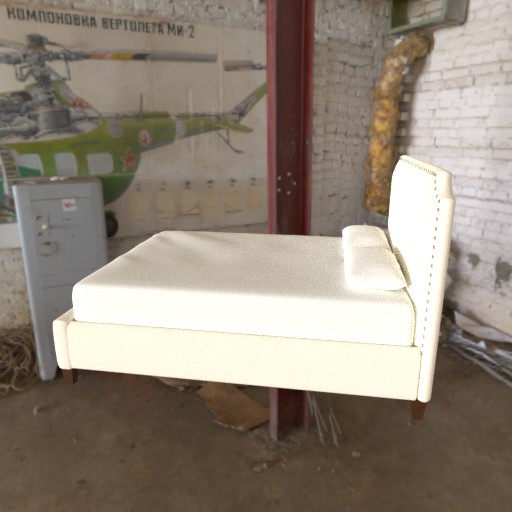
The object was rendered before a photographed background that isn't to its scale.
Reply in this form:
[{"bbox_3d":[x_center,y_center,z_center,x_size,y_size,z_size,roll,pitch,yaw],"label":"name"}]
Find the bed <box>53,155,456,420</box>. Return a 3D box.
[{"bbox_3d":[0.000,0.000,3.353,2.365,1.443,1.712,3,16,9],"label":"bed"}]
